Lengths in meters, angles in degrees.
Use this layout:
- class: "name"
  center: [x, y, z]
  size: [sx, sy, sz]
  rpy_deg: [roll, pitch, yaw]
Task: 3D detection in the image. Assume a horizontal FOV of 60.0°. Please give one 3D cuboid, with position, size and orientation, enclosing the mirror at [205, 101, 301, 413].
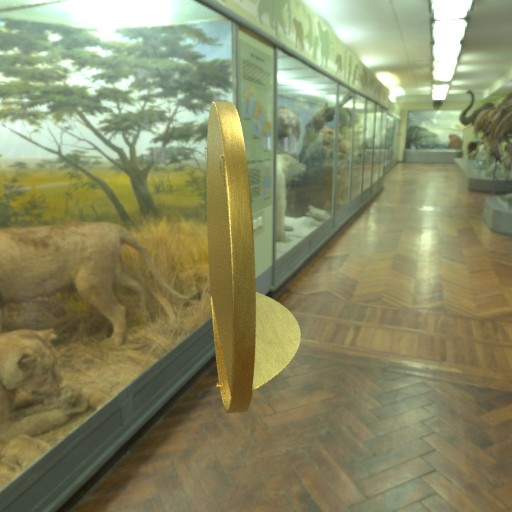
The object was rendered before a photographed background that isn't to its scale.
- class: "mirror"
  center: [0.000, 0.000, 0.697]
  size: [0.133, 0.457, 0.457]
  rpy_deg: [-3, 16, -9]
